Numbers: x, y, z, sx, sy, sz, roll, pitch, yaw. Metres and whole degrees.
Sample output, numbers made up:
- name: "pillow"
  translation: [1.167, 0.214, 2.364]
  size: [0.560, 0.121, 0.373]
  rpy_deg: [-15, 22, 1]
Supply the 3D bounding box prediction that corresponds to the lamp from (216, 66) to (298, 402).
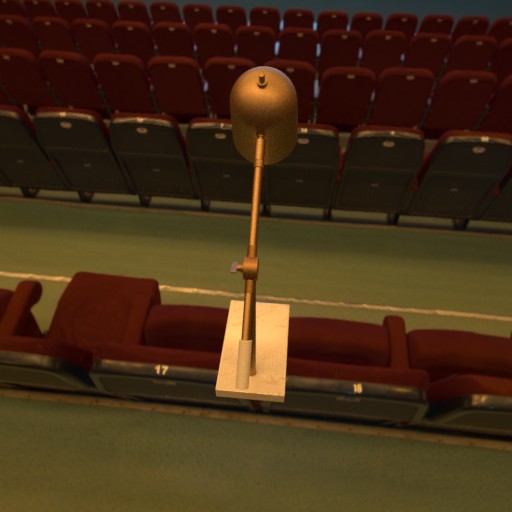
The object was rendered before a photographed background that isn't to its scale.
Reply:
- name: "lamp"
  translation: [0.000, 0.000, 0.814]
  size: [0.144, 0.603, 0.471]
  rpy_deg: [4, 46, 4]
